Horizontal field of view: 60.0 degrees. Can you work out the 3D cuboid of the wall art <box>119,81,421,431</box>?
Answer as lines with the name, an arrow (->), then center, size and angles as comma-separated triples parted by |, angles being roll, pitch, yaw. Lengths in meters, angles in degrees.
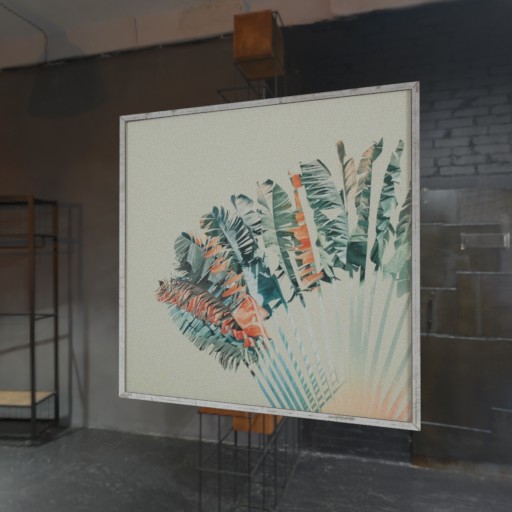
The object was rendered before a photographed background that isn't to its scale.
wall art -> 0.000, 0.000, 0.733 | 0.508, 0.506, 0.029 | 0, -1, 18
